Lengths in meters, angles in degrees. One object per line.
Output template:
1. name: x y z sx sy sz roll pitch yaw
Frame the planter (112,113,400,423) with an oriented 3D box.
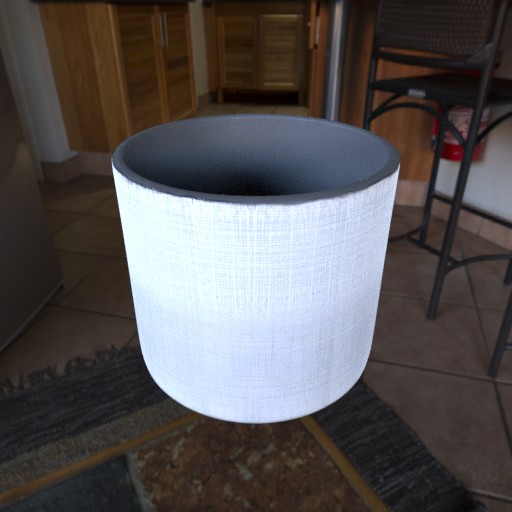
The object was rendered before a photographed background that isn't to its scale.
1. planter: 0.000 0.000 0.395 0.221 0.201 0.221 0 31 0
